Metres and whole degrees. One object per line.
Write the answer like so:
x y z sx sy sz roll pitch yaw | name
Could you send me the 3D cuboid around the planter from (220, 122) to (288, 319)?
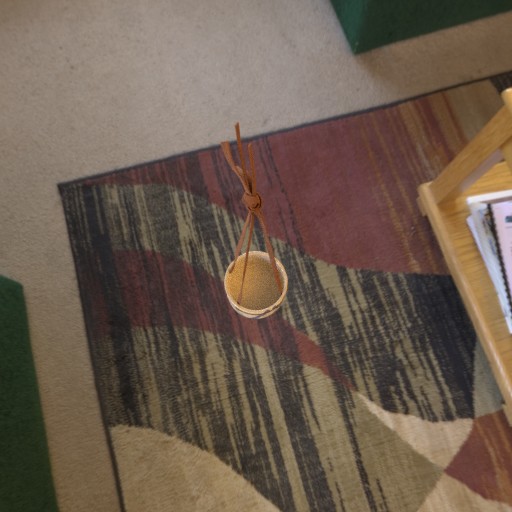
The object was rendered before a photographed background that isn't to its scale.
0.000 0.000 0.834 0.153 0.753 0.157 -33 77 -8 | planter
